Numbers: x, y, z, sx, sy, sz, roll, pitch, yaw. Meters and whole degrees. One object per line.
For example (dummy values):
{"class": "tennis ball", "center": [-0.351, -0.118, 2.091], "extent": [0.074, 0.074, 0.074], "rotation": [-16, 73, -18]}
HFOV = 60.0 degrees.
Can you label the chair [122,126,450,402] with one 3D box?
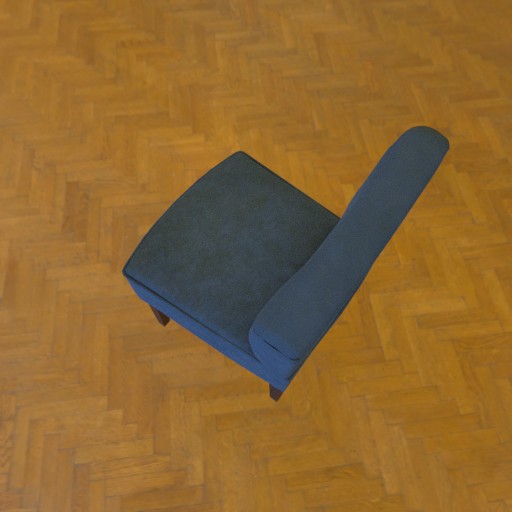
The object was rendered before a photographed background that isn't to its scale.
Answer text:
{"class": "chair", "center": [0.000, 0.000, 1.155], "extent": [0.551, 0.806, 0.521], "rotation": [34, 68, 16]}
